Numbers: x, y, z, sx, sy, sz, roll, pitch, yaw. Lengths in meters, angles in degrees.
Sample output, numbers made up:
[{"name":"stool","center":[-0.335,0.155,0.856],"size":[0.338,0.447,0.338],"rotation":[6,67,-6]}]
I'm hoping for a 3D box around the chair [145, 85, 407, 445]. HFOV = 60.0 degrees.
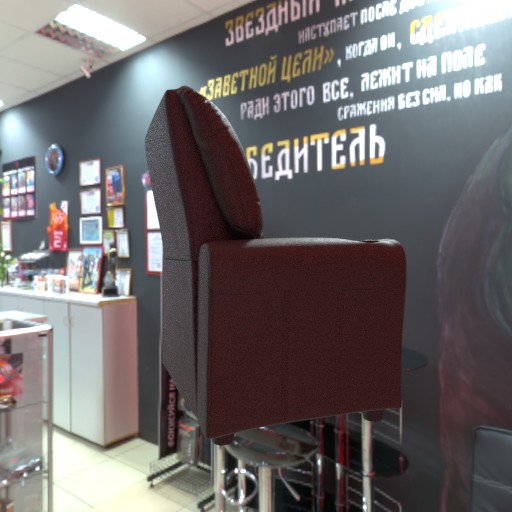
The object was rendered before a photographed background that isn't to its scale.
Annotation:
[{"name":"chair","center":[0.000,0.000,1.128],"size":[0.521,0.709,0.610],"rotation":[0,1,-20]}]
